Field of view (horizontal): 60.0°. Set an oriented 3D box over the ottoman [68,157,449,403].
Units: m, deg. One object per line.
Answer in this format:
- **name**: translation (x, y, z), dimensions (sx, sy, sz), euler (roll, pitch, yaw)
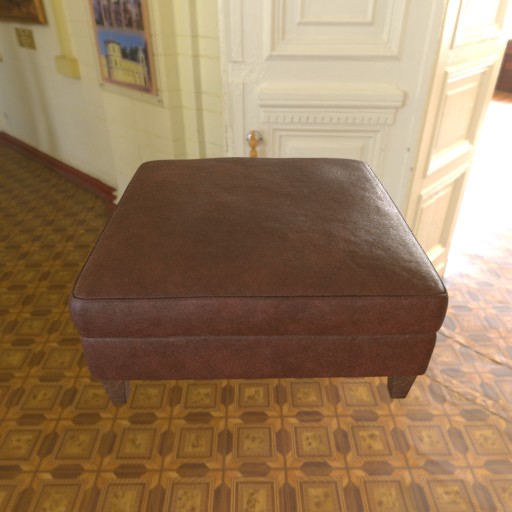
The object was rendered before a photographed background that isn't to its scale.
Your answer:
- **ottoman**: translation (0.000, 0.000, 1.349), dimensions (0.844, 0.415, 0.836), euler (-1, 33, -1)
